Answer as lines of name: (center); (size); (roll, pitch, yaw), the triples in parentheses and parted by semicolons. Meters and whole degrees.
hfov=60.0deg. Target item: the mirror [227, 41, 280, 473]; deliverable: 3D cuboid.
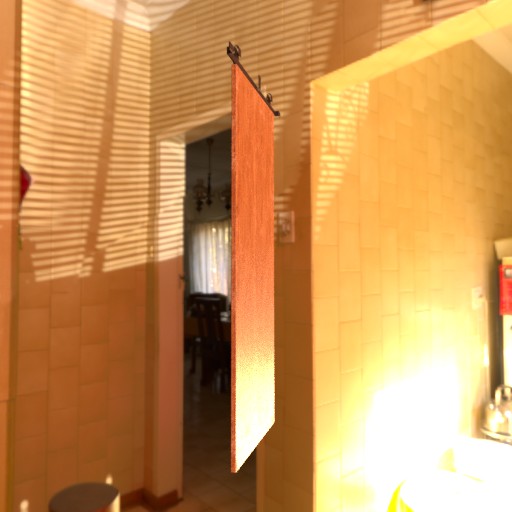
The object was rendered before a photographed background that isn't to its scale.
mirror: (0.000, 0.000, 2.145); (0.042, 1.793, 0.847); (-1, -2, 17)
